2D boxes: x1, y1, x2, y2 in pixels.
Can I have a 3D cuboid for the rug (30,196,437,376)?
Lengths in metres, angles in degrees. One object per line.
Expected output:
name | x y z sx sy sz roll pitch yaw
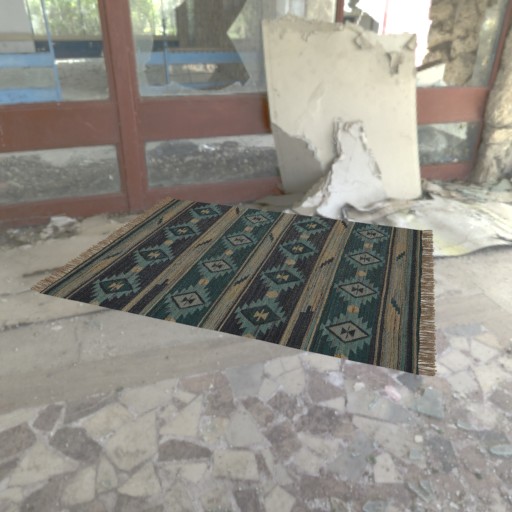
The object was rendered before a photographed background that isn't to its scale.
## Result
rug | 0.000 0.000 4.328 3.307 0.047 2.418 9 29 17
